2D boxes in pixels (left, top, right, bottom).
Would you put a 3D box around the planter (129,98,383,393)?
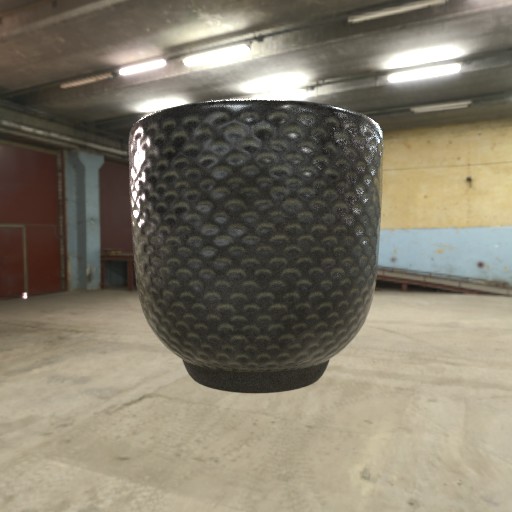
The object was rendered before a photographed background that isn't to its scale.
[{"bbox_3d":[0.000,0.000,0.358,0.197,0.191,0.197,0,1,0],"label":"planter"}]
